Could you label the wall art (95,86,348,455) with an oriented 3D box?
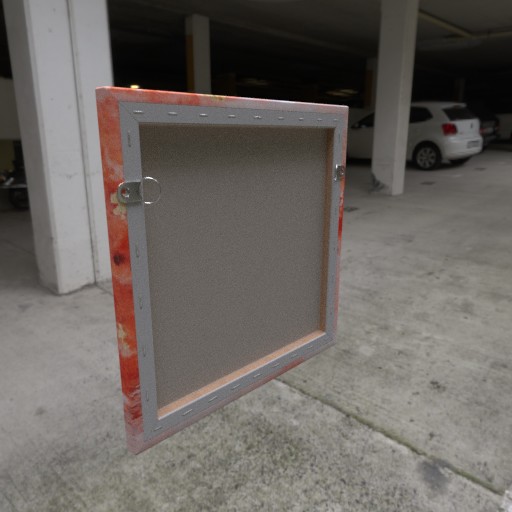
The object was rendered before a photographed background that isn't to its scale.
[{"bbox_3d":[0.000,0.000,1.113,0.064,0.746,0.747,14,21,43],"label":"wall art"}]
